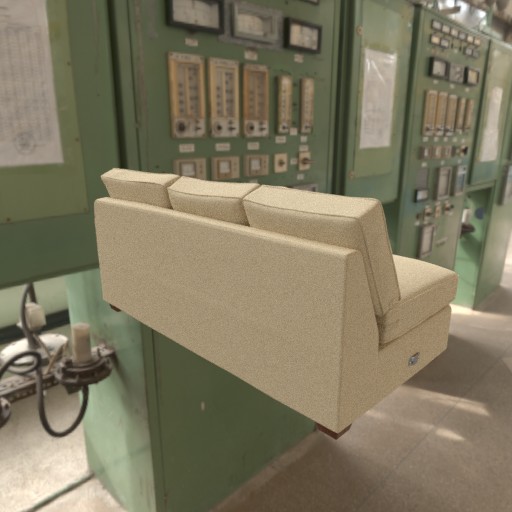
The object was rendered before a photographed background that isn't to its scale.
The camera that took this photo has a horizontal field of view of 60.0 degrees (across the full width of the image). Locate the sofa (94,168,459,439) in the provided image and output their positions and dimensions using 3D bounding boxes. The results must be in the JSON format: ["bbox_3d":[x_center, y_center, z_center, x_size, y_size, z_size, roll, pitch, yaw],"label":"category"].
[{"bbox_3d":[0.000,0.000,2.568,1.034,0.946,1.963,-15,22,-42],"label":"sofa"}]
